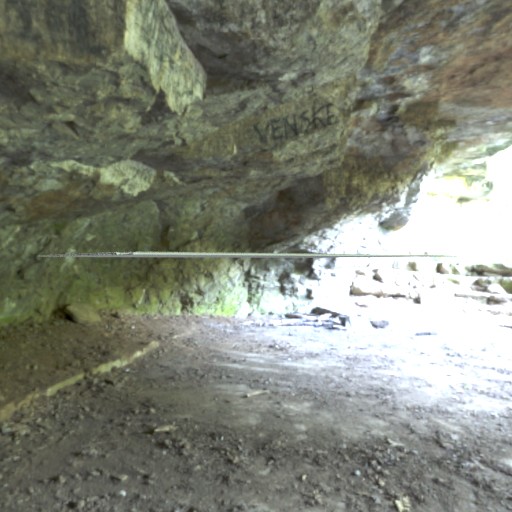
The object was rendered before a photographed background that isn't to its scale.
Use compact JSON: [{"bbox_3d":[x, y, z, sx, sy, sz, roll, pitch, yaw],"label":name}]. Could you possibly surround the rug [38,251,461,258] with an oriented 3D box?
[{"bbox_3d":[0.000,0.000,3.030,2.486,0.013,1.548,0,-1,-36],"label":"rug"}]
